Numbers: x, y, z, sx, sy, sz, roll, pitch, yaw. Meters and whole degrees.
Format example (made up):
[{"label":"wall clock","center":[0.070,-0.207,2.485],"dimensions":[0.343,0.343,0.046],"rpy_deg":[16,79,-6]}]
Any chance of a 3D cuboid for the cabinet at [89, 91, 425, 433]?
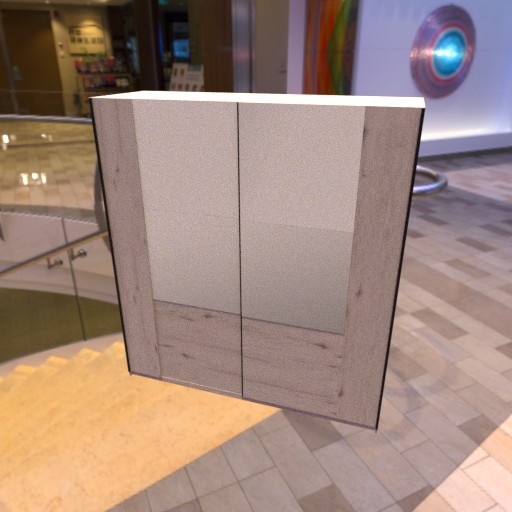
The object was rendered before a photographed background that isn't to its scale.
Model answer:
[{"label":"cabinet","center":[0.000,0.000,3.231],"dimensions":[2.000,2.180,0.660],"rpy_deg":[8,25,17]}]
